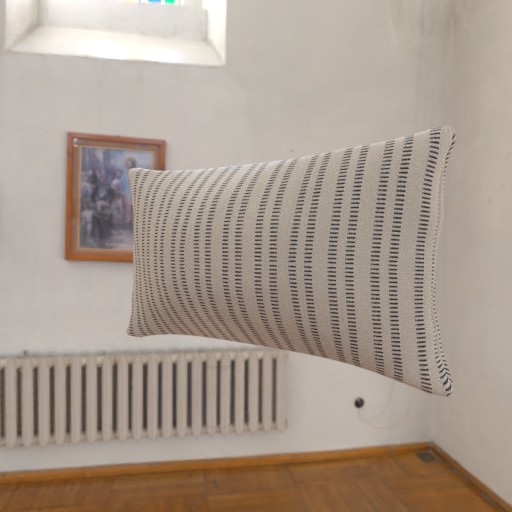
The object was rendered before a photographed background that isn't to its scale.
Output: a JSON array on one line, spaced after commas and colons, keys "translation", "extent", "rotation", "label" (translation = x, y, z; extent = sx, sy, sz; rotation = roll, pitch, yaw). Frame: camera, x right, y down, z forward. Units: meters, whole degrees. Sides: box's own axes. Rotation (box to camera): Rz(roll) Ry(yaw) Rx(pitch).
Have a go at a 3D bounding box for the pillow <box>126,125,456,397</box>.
[{"translation": [0.000, 0.000, 0.760], "extent": [0.640, 0.353, 0.210], "rotation": [1, 3, 35], "label": "pillow"}]
